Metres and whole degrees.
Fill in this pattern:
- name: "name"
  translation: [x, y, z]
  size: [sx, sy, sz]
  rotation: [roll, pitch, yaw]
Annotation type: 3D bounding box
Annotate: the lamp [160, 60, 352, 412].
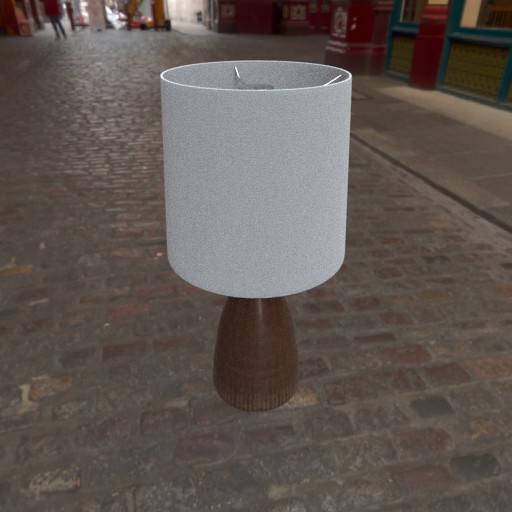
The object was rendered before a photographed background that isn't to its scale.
- name: "lamp"
  translation: [0.000, 0.000, 0.479]
  size: [0.186, 0.369, 0.186]
  rotation: [0, 31, 0]
